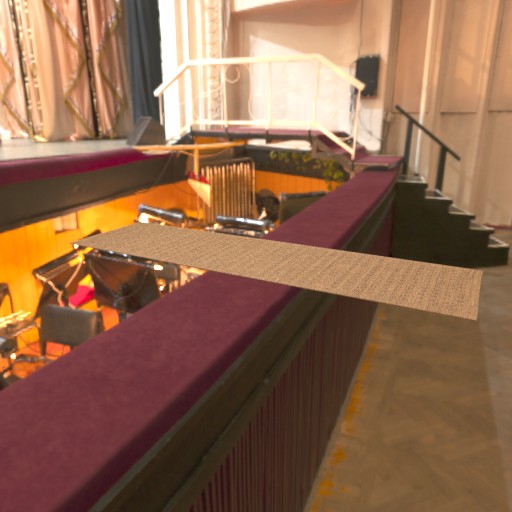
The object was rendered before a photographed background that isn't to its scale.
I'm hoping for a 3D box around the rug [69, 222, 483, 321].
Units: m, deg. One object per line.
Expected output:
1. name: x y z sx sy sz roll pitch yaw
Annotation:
1. rug: 0.000 0.000 2.672 2.437 0.005 0.688 9 20 26
